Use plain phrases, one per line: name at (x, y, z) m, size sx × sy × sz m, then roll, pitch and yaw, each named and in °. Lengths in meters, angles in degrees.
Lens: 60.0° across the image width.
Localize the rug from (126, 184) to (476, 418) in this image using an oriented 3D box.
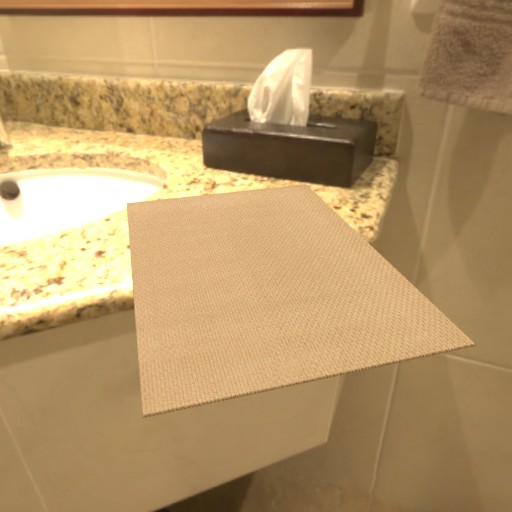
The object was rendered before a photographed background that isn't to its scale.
rug at (0.000, 0.000, 2.768) m, size 1.509 × 0.013 × 2.144 m, roll -8°, pitch 31°, yaw -14°
